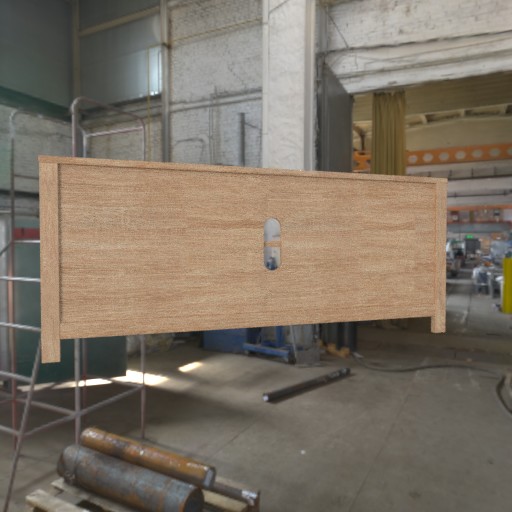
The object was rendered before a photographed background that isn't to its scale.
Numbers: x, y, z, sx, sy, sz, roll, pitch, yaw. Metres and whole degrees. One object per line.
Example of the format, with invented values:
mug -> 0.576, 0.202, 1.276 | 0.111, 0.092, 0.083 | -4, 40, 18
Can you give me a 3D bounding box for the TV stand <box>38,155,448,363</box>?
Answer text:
TV stand -> 0.000, 0.000, 1.717 | 1.466, 0.610, 0.398 | -1, 2, -18
